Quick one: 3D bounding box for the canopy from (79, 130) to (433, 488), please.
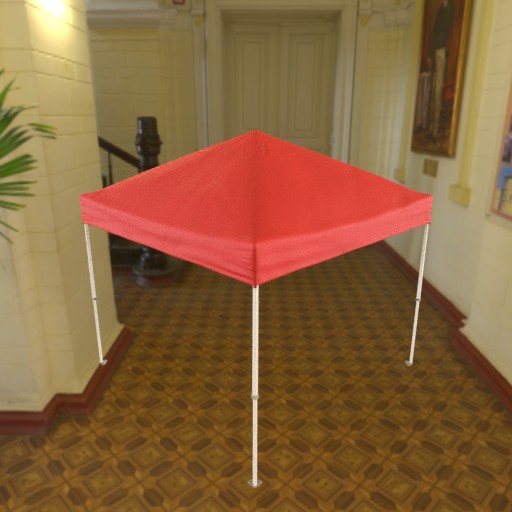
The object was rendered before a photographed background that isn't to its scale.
[{"bbox_3d":[0.000,0.000,5.475,2.996,2.997,2.998,-17,24,-42],"label":"canopy"}]
